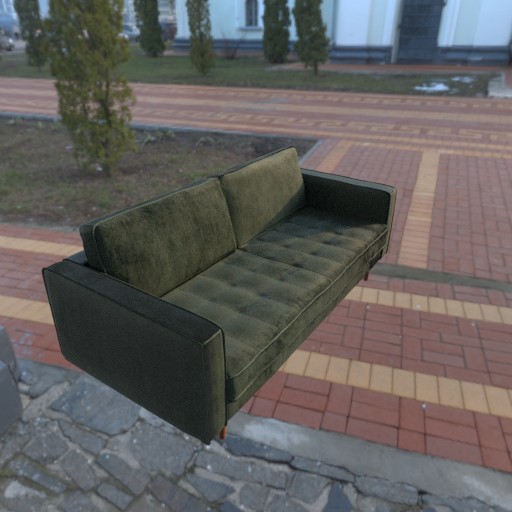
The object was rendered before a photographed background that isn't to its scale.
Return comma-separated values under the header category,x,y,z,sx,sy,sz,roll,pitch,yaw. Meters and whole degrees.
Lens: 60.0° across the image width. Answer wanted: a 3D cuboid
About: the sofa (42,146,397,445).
category,x,y,z,sx,sy,sz,roll,pitch,yaw
sofa,0.000,0.000,2.286,0.886,0.781,1.816,17,32,30
